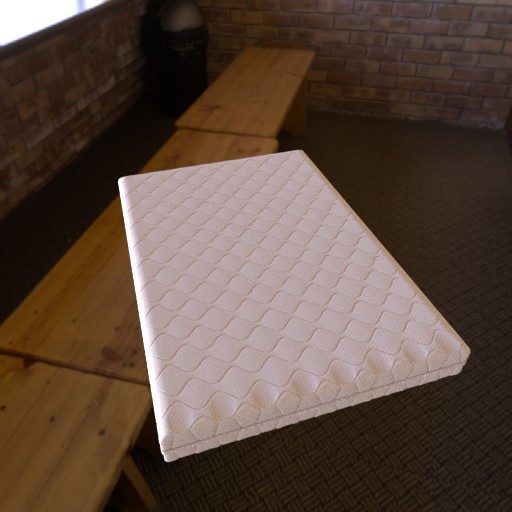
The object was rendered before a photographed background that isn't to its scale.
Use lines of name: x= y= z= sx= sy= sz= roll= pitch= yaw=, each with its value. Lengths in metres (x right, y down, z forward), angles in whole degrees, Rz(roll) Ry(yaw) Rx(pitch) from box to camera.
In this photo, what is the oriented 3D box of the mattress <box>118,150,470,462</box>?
mattress: x=0.000 y=0.000 z=2.588 sx=1.400 sy=0.200 sz=2.000 roll=-12 pitch=42 yaw=-13
